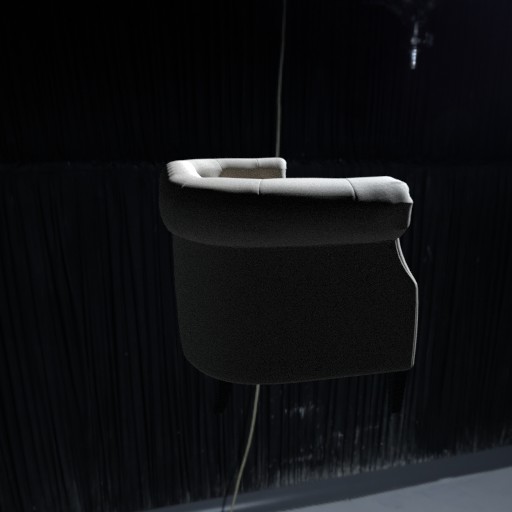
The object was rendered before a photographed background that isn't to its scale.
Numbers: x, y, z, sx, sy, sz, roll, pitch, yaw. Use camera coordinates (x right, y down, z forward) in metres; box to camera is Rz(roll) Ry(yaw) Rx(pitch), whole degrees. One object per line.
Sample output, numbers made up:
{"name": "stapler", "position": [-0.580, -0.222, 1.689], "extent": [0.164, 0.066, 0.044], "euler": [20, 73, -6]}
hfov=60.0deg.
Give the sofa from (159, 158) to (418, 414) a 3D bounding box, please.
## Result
{"name": "sofa", "position": [0.000, 0.000, 2.036], "extent": [0.835, 0.827, 1.558], "euler": [-3, 15, -11]}
